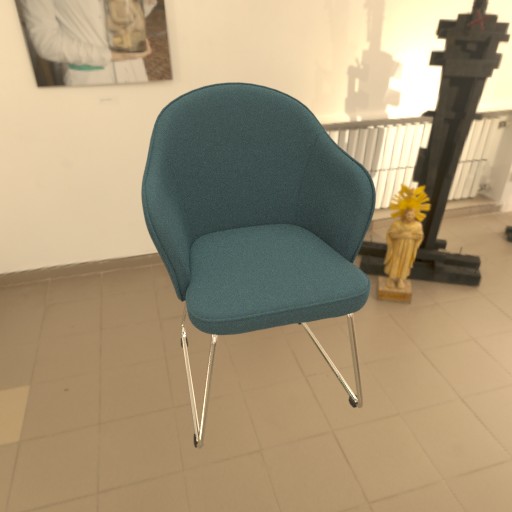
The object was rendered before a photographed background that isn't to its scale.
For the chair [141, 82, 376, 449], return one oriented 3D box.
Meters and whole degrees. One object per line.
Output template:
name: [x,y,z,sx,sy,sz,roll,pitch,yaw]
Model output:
chair: [0.000,0.000,1.233,0.570,0.815,0.585,-9,33,-14]
